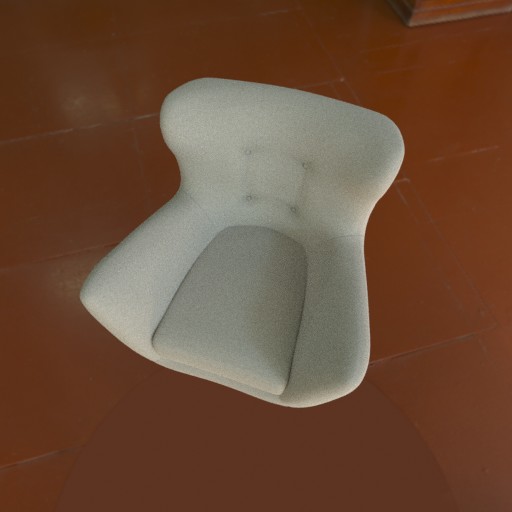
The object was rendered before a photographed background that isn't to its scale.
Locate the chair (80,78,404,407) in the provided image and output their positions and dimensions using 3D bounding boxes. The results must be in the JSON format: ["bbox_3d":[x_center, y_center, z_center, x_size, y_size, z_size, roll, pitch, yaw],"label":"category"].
[{"bbox_3d":[0.000,0.000,1.625,0.890,0.889,0.889,16,59,10],"label":"chair"}]
